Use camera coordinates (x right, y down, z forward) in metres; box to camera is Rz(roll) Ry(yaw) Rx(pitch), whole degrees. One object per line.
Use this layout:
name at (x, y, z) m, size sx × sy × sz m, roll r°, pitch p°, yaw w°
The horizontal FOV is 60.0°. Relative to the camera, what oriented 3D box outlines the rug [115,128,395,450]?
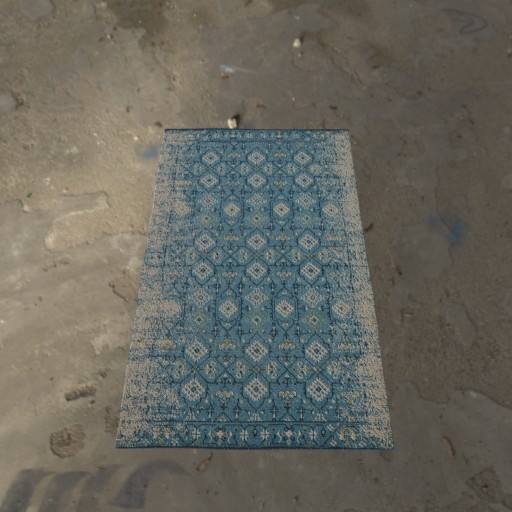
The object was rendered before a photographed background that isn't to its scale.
rug at (0.000, 0.000, 3.028) m, size 1.530 × 0.015 × 2.449 m, roll 0°, pitch 59°, yaw 0°
